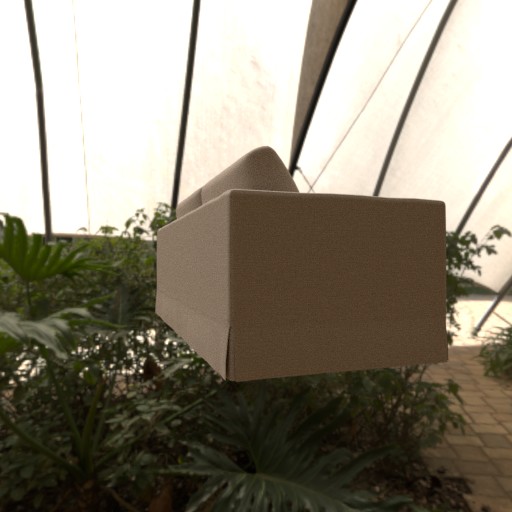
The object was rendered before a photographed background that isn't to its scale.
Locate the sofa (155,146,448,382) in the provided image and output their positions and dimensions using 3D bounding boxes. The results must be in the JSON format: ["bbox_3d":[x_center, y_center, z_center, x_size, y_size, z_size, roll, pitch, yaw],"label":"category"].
[{"bbox_3d":[0.000,0.000,2.674,0.954,0.881,2.163,0,-1,-19],"label":"sofa"}]
